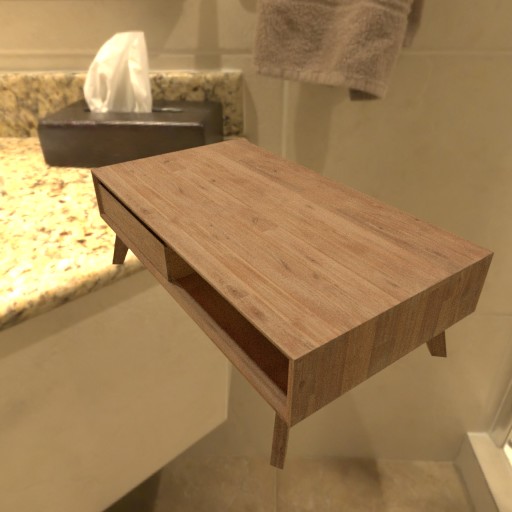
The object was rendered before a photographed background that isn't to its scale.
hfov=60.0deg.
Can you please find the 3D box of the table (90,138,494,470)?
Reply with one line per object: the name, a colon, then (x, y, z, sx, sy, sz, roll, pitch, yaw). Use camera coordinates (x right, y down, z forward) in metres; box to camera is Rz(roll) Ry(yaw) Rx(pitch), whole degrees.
table: (0.000, 0.000, 2.035, 0.918, 0.531, 1.619, -20, 37, -29)
